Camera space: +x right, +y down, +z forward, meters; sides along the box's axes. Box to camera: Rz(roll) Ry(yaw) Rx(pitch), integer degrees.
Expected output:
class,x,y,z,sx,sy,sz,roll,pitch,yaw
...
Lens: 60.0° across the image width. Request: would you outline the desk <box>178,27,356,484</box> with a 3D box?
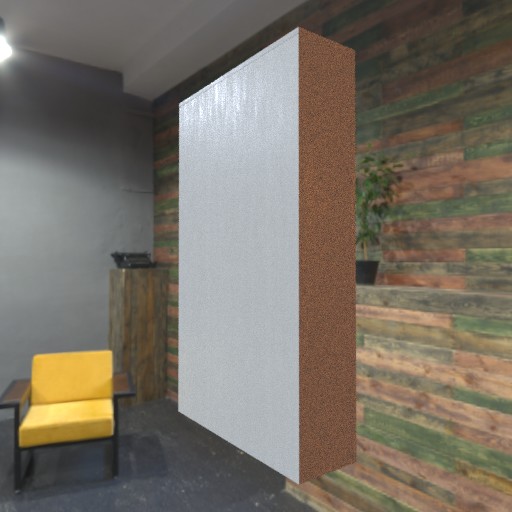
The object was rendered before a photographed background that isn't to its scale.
class,x,y,z,sx,sy,sz,roll,pitch,yaw
desk,0.000,0.000,1.615,0.250,1.280,0.750,1,-1,-36
